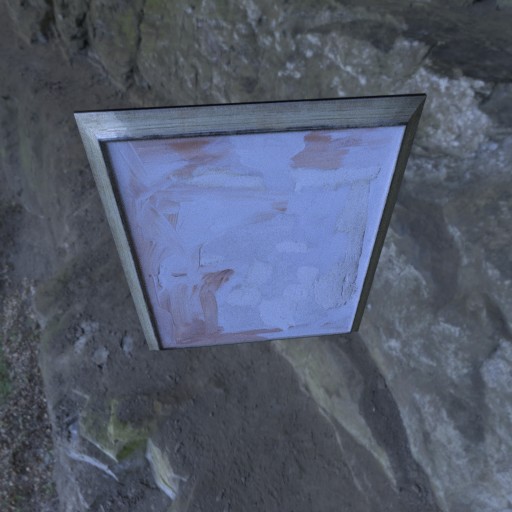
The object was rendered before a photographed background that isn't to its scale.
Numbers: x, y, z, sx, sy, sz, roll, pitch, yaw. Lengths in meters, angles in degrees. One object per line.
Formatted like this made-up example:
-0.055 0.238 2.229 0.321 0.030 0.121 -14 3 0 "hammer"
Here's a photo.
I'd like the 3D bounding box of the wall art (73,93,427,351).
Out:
0.000 0.000 0.635 0.381 0.457 0.023 -4 46 -4 "wall art"
